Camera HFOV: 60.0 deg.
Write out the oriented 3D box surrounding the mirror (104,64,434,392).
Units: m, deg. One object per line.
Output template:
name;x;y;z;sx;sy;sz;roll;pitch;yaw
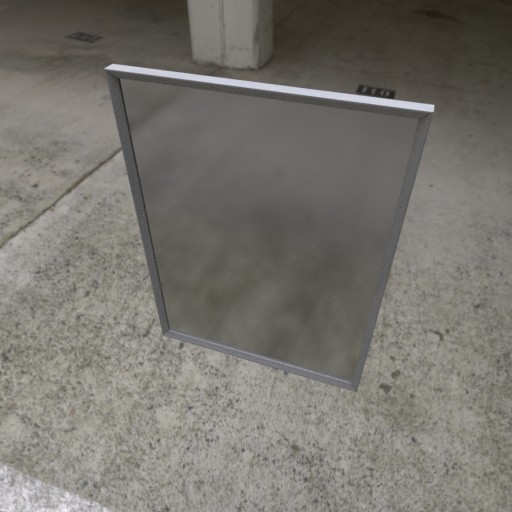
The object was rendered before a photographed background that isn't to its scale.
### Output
mirror;0.000;0.000;1.324;0.762;1.016;0.041;13;43;14
